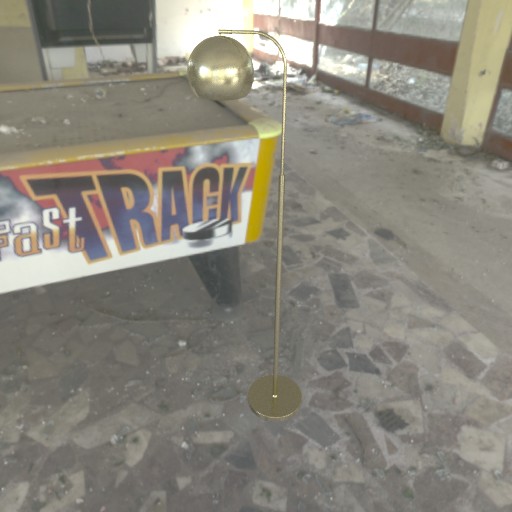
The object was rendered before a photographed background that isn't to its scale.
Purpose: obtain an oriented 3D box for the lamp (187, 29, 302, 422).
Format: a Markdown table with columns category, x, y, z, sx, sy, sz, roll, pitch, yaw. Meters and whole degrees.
| category | x | y | z | sx | sy | sz | roll | pitch | yaw |
| --- | --- | --- | --- | --- | --- | --- | --- | --- | --- |
| lamp | 0.000 | 0.000 | 1.674 | 0.431 | 1.526 | 0.250 | 9 | 32 | 14 |
